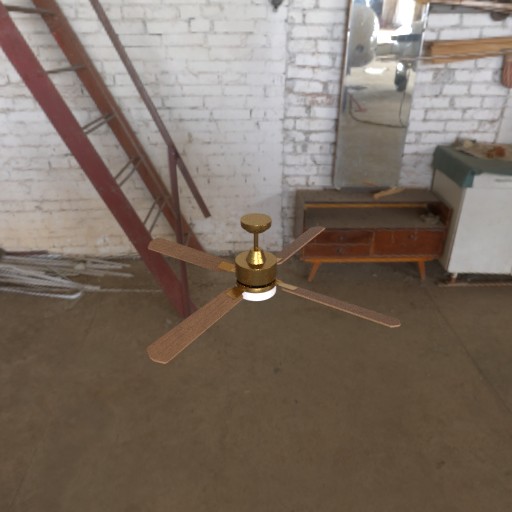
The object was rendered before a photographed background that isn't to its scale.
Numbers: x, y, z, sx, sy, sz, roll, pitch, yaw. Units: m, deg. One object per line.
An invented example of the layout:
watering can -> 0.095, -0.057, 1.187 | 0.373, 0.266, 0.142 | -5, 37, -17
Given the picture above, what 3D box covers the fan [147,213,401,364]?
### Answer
fan -> 0.000, 0.000, 1.968 | 1.320, 0.355, 1.320 | 17, 32, 29
